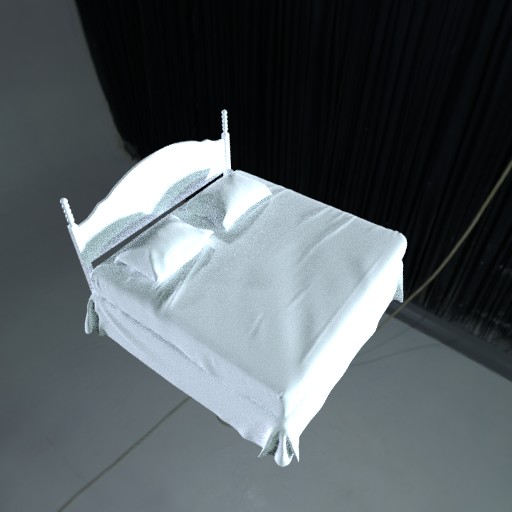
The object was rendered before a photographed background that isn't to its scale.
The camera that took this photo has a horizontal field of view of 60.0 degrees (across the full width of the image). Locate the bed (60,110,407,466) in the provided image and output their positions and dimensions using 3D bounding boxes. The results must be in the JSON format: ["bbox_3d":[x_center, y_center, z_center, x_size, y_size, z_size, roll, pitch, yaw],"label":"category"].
[{"bbox_3d":[0.000,0.000,3.790,2.219,1.355,2.322,26,49,26],"label":"bed"}]
